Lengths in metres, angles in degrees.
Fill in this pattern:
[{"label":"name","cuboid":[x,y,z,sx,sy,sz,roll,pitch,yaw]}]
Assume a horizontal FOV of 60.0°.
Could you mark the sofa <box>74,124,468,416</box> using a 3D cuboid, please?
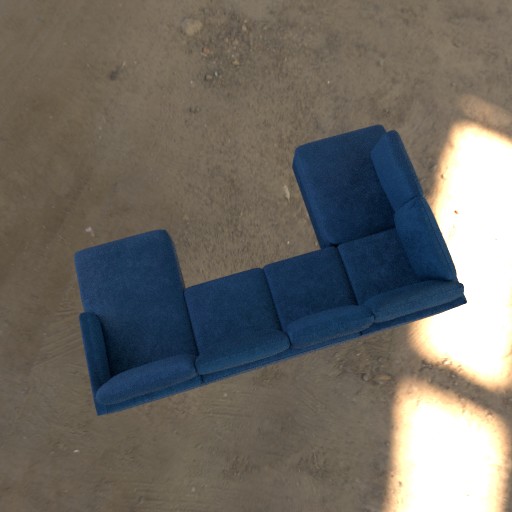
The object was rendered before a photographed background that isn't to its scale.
[{"label":"sofa","cuboid":[0.000,0.000,4.340,3.434,0.992,2.055,-16,75,-4]}]
